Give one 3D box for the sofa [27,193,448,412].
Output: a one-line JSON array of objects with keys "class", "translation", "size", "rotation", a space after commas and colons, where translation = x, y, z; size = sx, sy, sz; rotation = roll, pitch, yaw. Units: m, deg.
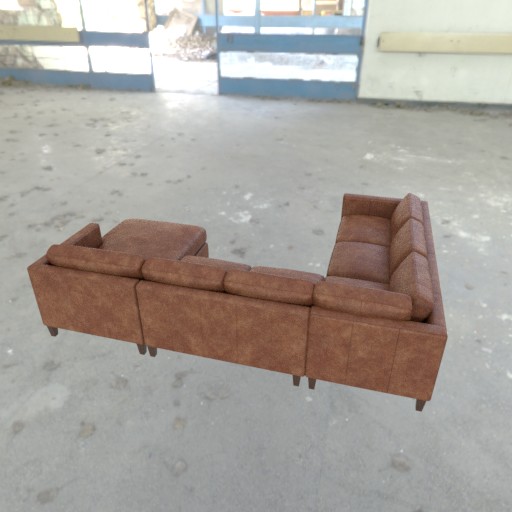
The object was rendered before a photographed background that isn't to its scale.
[{"class": "sofa", "translation": [0.000, 0.000, 4.486], "size": [3.324, 0.888, 2.452], "rotation": [8, 30, 14]}]
